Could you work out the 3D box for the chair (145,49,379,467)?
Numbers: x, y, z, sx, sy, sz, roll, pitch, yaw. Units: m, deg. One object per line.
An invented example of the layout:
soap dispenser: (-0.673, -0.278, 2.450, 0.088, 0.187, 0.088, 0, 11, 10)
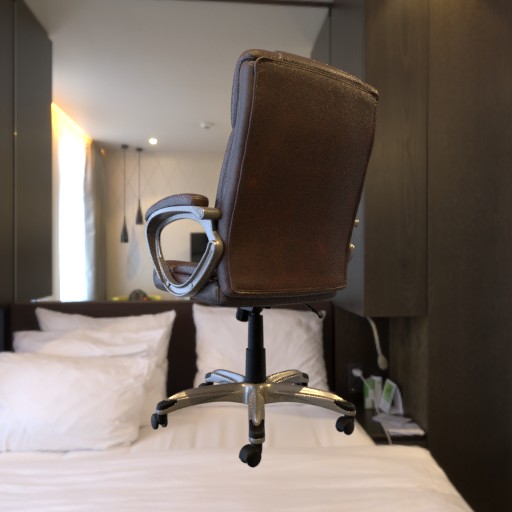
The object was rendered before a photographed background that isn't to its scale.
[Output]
chair: (0.000, 0.000, 1.533, 0.656, 1.128, 0.692, 0, 0, -35)
